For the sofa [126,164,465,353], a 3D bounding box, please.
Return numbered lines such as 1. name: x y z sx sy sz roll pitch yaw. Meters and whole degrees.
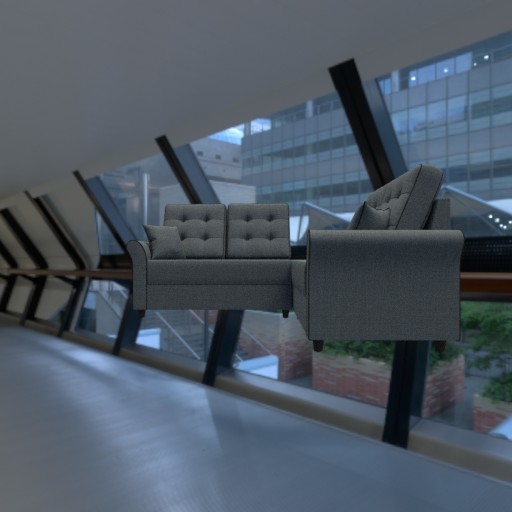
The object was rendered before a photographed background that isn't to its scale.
1. sofa: 0.000 0.000 3.199 2.068 0.988 2.070 0 0 1
